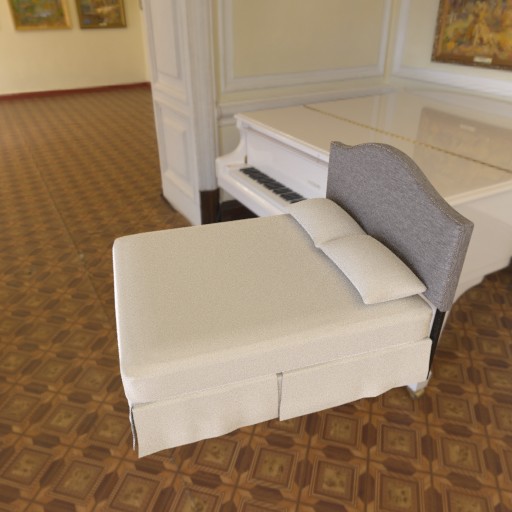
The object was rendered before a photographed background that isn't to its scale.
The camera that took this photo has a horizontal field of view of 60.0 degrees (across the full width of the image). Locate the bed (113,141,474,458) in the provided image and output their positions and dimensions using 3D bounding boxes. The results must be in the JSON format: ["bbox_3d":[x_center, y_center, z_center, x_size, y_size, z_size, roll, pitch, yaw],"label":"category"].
[{"bbox_3d":[0.000,0.000,2.920,1.870,1.295,1.610,-9,32,-15],"label":"bed"}]
